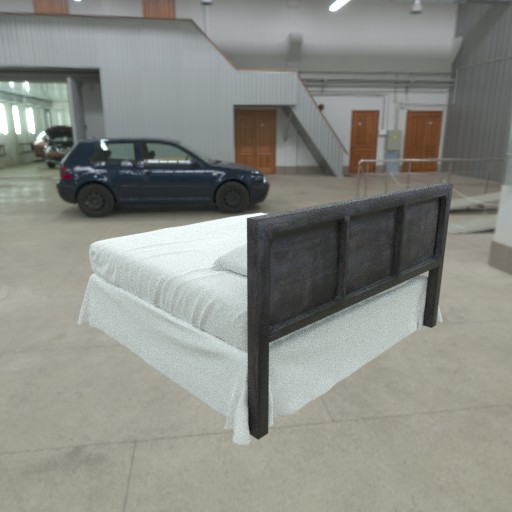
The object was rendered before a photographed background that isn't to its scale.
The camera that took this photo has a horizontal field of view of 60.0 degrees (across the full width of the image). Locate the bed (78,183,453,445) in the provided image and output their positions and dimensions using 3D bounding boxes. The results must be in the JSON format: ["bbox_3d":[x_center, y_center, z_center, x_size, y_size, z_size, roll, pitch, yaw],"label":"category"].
[{"bbox_3d":[0.000,0.000,3.520,2.255,1.158,2.165,-15,21,-42],"label":"bed"}]
